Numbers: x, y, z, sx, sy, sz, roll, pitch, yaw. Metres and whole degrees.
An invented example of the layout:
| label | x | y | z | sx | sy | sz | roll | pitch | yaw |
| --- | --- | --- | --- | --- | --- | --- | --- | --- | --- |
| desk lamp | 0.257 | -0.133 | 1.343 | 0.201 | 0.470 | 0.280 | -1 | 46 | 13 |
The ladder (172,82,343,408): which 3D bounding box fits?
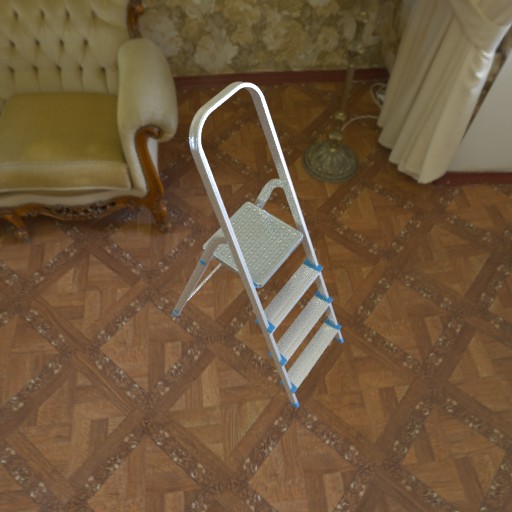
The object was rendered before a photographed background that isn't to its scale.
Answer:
| label | x | y | z | sx | sy | sz | roll | pitch | yaw |
| --- | --- | --- | --- | --- | --- | --- | --- | --- | --- |
| ladder | 0.000 | 0.000 | 1.805 | 0.842 | 1.434 | 0.445 | 33 | 63 | 19 |
